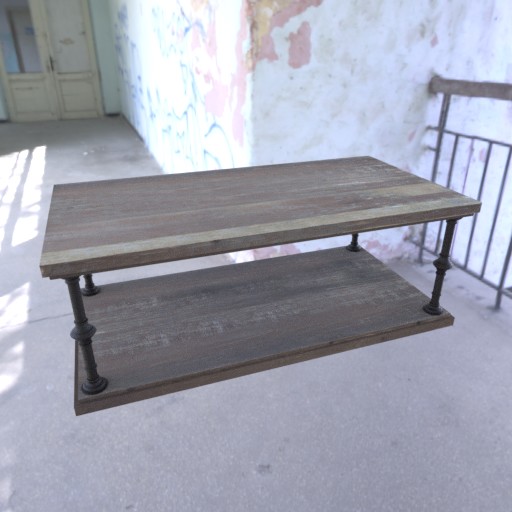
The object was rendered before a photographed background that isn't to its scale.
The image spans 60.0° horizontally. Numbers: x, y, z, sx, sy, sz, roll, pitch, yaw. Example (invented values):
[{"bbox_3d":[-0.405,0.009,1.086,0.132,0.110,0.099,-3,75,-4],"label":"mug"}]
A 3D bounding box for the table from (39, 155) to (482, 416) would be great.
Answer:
[{"bbox_3d":[0.000,0.000,1.344,1.088,0.399,0.554,-9,28,-17],"label":"table"}]
